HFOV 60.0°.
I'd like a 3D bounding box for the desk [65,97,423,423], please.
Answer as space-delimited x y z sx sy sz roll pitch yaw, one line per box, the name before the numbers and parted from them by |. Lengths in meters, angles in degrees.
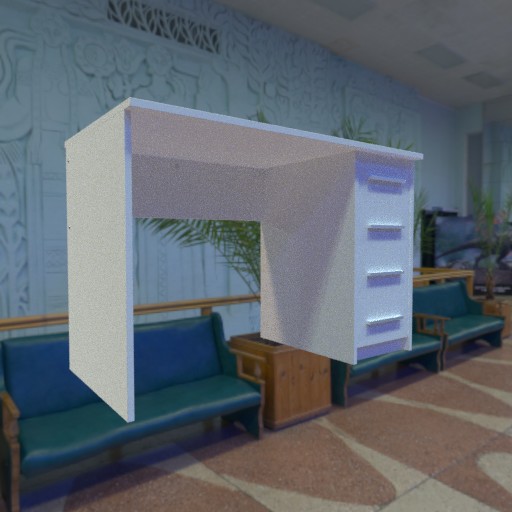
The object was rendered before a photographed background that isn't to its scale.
desk | 0.000 0.000 1.519 1.096 0.730 0.560 -2 3 -37
